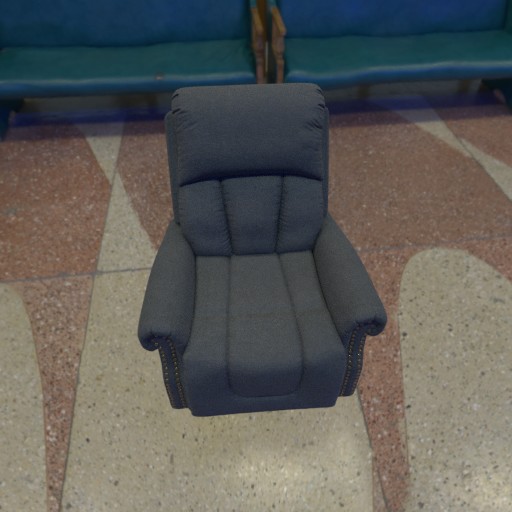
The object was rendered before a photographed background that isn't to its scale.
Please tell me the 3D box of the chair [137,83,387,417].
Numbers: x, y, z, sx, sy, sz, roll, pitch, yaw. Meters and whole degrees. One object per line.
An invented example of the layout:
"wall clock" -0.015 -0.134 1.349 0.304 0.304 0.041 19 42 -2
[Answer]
"chair" 0.000 0.000 1.788 0.871 1.031 0.979 -3 46 -3
